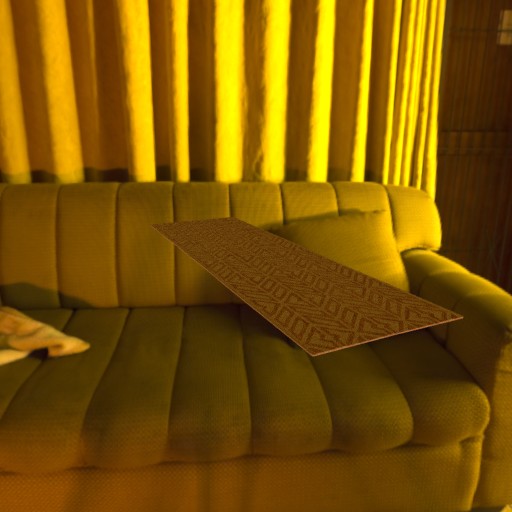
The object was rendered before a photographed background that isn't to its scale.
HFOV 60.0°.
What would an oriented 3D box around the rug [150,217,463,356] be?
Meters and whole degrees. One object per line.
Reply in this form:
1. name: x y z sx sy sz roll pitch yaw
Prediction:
1. rug: 0.000 0.000 2.750 0.750 0.009 2.435 -8 18 -25
